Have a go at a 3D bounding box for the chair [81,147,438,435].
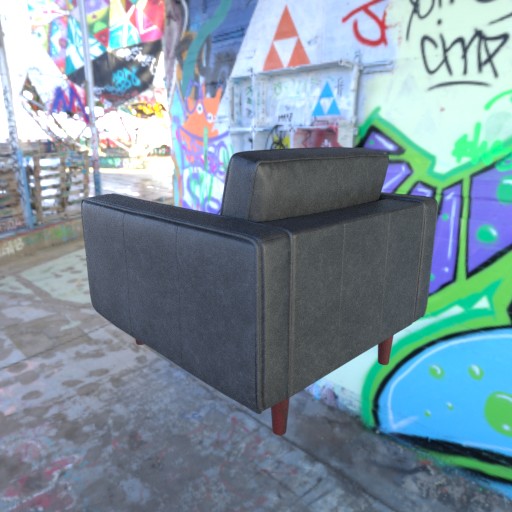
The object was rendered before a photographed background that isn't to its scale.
[{"bbox_3d":[0.000,0.000,1.583,0.889,0.763,0.914,-15,21,-42],"label":"chair"}]
